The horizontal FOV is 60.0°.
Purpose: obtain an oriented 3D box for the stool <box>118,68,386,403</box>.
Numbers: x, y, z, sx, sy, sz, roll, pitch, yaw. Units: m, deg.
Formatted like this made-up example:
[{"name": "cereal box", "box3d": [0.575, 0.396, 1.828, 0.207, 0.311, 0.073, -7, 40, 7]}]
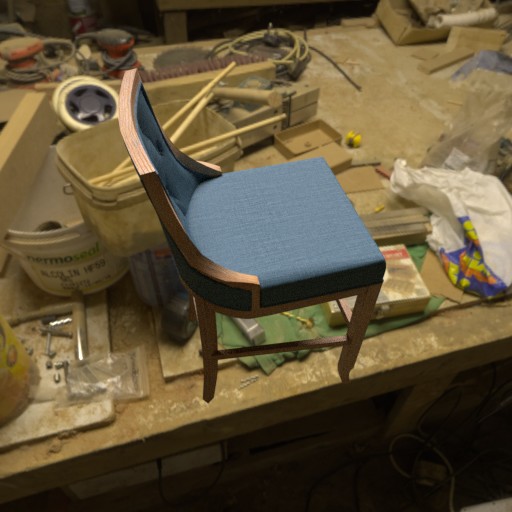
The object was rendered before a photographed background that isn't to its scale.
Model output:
[{"name": "stool", "box3d": [0.000, 0.000, 1.433, 0.626, 1.101, 0.524, -11, 49, -10]}]
